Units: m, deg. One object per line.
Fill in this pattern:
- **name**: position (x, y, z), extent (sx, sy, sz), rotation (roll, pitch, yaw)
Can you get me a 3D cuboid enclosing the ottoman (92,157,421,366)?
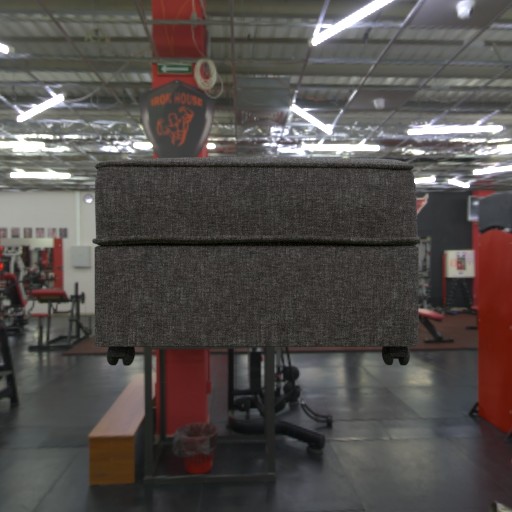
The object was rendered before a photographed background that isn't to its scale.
- **ottoman**: position (0.000, 0.000, 1.505), extent (0.717, 0.487, 1.184), rotation (0, 0, 0)
